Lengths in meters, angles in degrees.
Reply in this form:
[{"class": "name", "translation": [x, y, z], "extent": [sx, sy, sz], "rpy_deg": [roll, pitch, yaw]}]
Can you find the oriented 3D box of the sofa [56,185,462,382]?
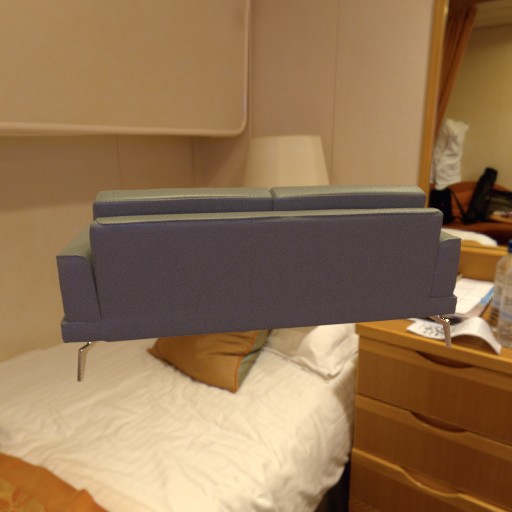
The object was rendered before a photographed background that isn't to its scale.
[{"class": "sofa", "translation": [0.000, 0.000, 2.780], "extent": [2.177, 0.930, 1.121], "rpy_deg": [-3, 15, -10]}]
